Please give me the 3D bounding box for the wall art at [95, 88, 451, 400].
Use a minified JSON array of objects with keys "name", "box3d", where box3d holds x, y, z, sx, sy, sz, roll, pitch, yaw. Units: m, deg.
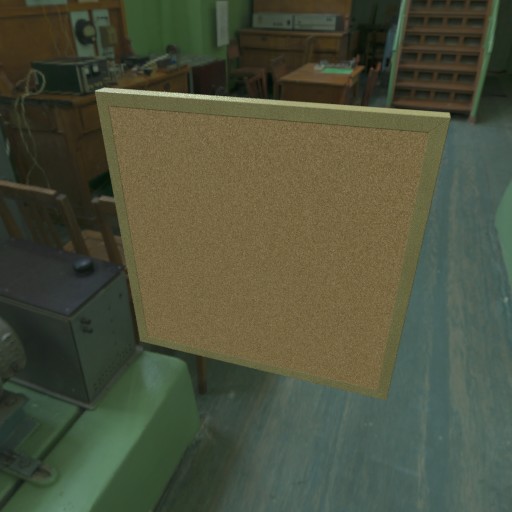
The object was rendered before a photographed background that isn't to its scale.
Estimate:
[{"name":"wall art","box3d":[0.000,0.000,1.127,0.763,0.763,0.037,10,33,15]}]
